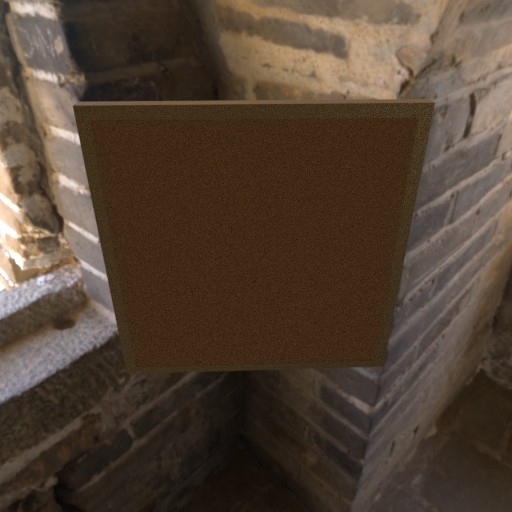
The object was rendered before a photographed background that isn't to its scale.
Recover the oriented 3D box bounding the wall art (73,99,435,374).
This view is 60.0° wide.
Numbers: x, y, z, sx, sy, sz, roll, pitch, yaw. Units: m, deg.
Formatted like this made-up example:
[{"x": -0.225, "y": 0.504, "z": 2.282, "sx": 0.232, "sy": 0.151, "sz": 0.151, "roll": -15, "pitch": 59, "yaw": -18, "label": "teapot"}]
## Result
[{"x": 0.000, "y": 0.000, "z": 2.883, "sx": 1.926, "sy": 1.926, "sz": 0.099, "roll": -1, "pitch": 30, "yaw": -2, "label": "wall art"}]
